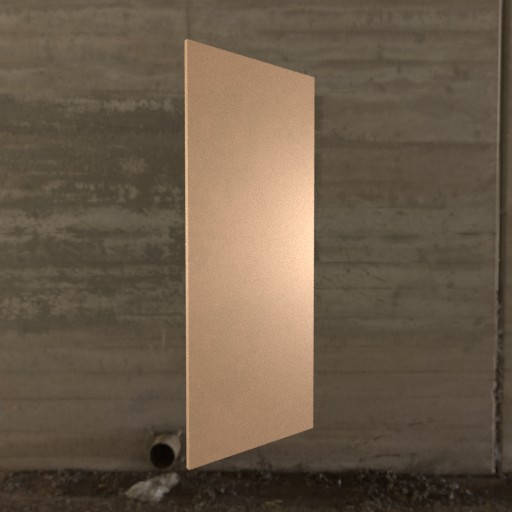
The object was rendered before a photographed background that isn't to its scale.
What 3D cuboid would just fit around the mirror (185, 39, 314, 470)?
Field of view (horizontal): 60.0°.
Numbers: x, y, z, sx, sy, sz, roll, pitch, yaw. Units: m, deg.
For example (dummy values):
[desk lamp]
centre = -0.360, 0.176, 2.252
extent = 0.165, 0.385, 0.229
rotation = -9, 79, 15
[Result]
[mirror]
centre = 0.000, 0.000, 2.339
extent = 0.812, 2.031, 0.026
rotation = -1, 2, -36
